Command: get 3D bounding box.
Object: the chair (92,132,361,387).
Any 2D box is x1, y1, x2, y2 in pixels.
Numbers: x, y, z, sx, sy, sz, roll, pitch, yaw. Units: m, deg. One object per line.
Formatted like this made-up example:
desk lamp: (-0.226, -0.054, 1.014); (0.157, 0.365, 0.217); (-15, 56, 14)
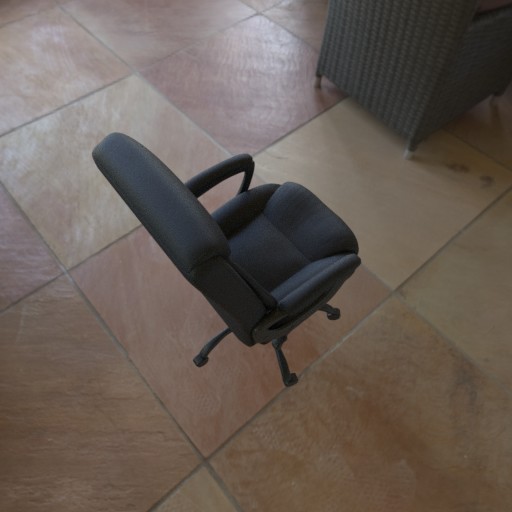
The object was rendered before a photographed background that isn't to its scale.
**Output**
chair: (0.000, 0.000, 1.460); (0.655, 1.072, 0.615); (-33, 63, -19)
